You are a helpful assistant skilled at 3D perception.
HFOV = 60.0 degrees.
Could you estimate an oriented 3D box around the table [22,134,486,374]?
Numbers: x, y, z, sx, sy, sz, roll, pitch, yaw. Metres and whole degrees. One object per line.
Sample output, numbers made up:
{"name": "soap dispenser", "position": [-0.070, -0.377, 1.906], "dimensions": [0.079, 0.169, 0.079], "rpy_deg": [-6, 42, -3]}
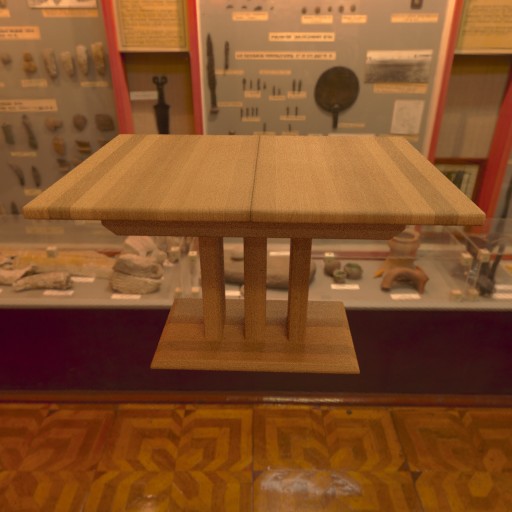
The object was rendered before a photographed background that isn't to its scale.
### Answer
{"name": "table", "position": [0.000, 0.000, 1.809], "dimensions": [1.300, 0.770, 0.900], "rpy_deg": [1, 28, 2]}
